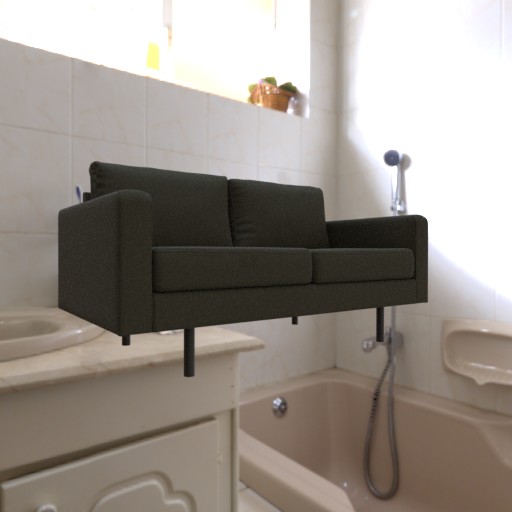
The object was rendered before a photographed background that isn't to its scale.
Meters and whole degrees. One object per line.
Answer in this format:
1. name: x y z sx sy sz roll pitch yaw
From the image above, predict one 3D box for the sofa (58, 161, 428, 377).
1. sofa: 0.000 0.000 2.286 1.730 0.897 0.889 0 1 -36
